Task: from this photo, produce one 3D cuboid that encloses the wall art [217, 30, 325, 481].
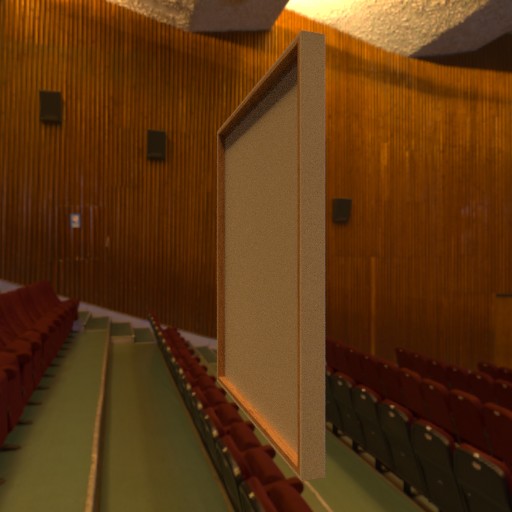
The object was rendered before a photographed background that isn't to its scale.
[{"bbox_3d":[0.000,0.000,0.841,0.037,0.606,0.508,0,0,-18],"label":"wall art"}]
